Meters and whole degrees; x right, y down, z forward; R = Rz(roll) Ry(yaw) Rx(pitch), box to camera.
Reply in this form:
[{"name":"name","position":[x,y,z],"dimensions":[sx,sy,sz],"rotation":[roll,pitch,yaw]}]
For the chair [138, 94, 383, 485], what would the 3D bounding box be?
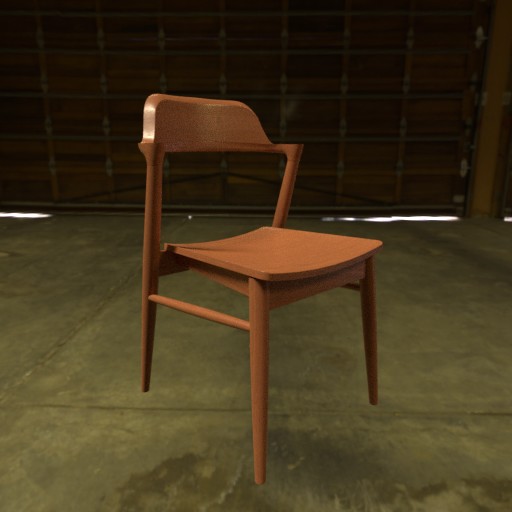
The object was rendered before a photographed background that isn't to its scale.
[{"name":"chair","position":[0.000,0.000,1.129],"dimensions":[0.496,0.801,0.499],"rotation":[-12,18,-42]}]
